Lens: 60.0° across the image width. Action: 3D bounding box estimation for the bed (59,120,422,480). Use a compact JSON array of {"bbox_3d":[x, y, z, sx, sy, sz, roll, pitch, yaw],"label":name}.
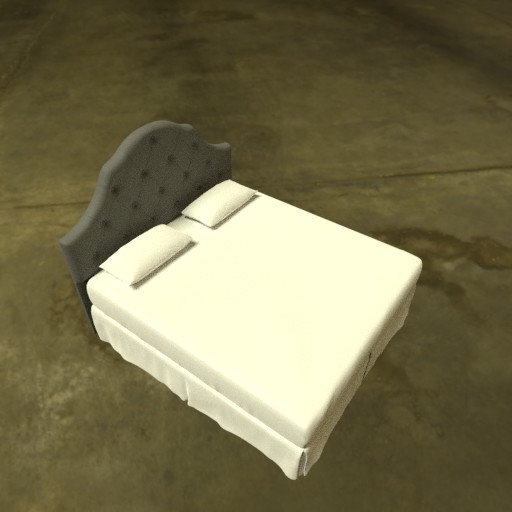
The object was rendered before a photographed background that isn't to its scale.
[{"bbox_3d":[0.000,0.000,3.555,2.214,1.615,2.008,26,48,27],"label":"bed"}]
